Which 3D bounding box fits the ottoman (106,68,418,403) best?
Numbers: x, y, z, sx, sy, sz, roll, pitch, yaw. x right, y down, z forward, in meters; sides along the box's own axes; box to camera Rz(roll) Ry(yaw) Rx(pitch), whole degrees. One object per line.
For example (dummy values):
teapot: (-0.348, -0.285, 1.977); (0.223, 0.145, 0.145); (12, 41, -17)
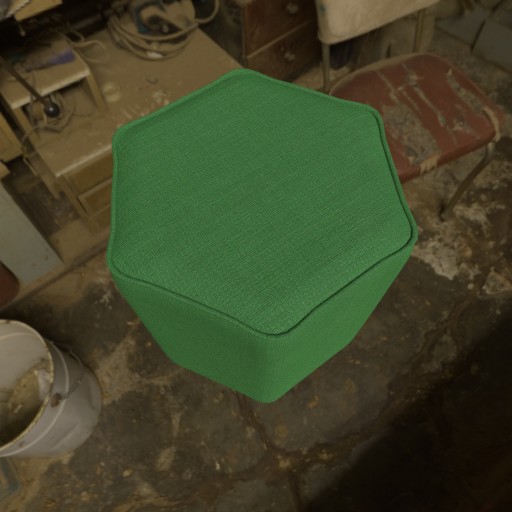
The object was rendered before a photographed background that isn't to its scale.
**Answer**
ottoman: (0.000, 0.000, 0.875); (0.499, 0.507, 0.444); (-33, 67, -16)
